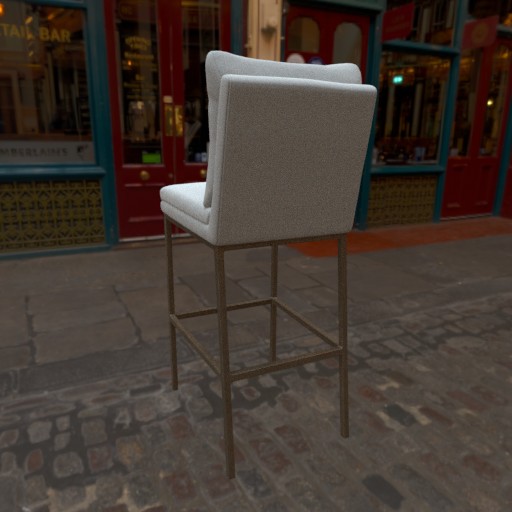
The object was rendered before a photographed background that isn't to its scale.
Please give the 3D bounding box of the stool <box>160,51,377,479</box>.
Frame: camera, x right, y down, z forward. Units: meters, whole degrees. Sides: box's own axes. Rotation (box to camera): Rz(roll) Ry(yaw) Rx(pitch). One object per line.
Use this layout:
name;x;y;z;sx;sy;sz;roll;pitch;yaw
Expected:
stool;0.000;0.000;1.423;0.463;1.125;0.572;-7;16;-26
